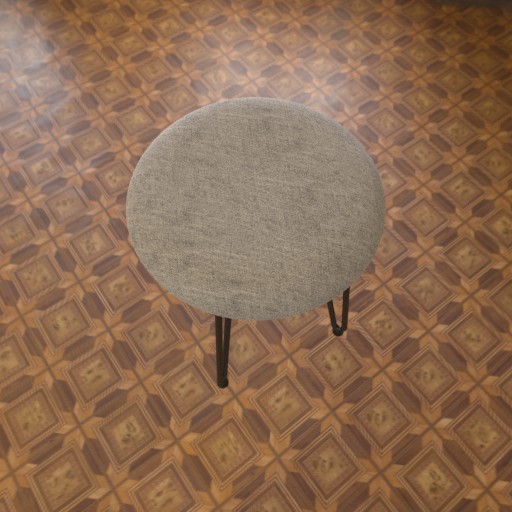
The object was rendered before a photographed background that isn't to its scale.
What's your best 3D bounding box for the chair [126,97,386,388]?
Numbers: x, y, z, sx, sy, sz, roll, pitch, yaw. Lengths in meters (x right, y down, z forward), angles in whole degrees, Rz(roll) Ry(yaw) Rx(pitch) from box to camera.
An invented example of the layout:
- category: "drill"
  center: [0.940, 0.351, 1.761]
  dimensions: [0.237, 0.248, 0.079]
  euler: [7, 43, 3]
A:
- category: "chair"
  center: [0.000, 0.000, 0.674]
  dimensions: [0.350, 0.386, 0.350]
  euler: [19, 65, 9]
